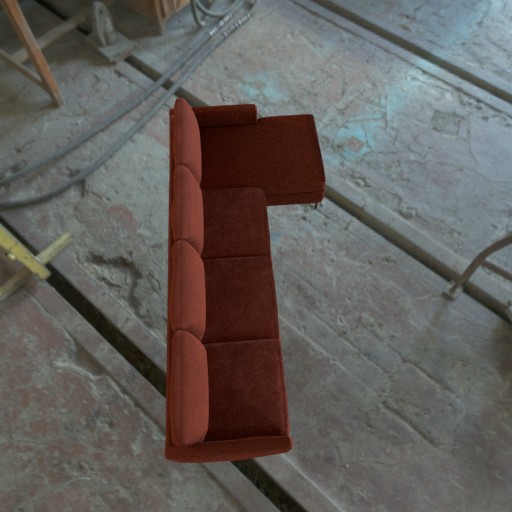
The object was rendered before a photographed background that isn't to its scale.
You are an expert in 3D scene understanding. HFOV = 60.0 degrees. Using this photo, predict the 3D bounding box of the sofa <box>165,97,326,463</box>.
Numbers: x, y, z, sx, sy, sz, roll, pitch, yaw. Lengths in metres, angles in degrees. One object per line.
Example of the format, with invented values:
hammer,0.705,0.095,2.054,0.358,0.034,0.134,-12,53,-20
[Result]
sofa,0.000,0.000,3.535,1.350,0.810,2.932,-4,63,-2
